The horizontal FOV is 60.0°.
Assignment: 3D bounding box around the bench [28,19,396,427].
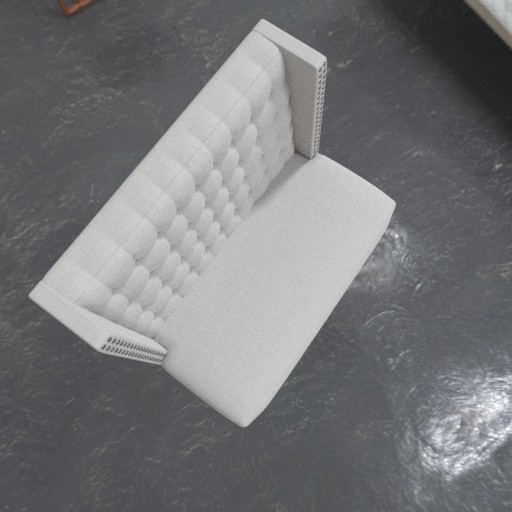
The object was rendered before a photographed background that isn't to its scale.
[{"bbox_3d":[0.000,0.000,1.966,0.847,1.123,1.280,35,79,8],"label":"bench"}]
